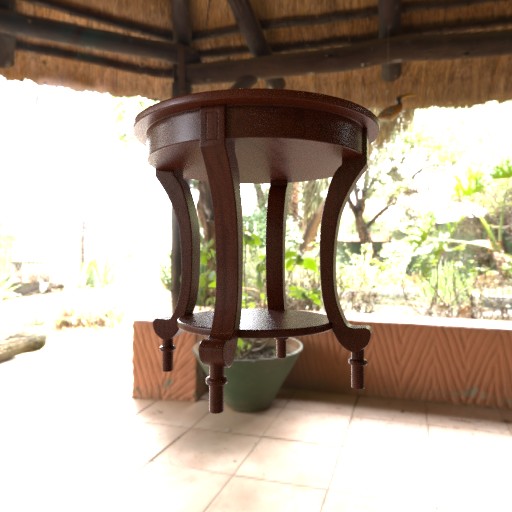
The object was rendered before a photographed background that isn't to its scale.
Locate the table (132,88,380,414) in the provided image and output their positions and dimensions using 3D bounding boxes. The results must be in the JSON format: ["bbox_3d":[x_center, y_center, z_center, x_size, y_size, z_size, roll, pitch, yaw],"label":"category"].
[{"bbox_3d":[0.000,0.000,1.107,0.597,0.612,0.597,0,0,0],"label":"table"}]
